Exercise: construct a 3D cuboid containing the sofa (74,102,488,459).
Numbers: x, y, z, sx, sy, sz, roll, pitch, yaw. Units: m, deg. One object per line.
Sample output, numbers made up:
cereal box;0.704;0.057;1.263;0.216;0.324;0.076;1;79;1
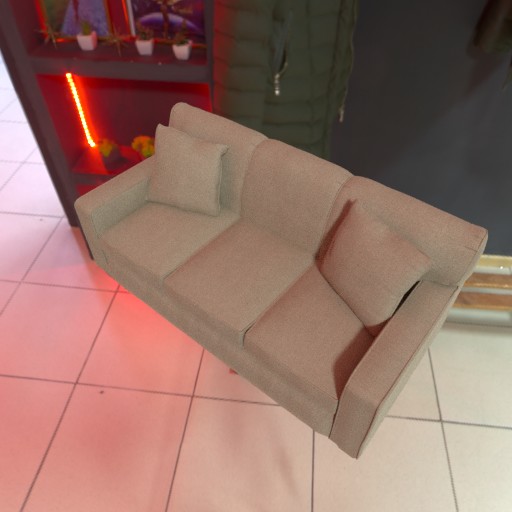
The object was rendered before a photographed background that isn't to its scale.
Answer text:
sofa;0.000;0.000;2.509;2.024;0.958;0.997;30;53;26
